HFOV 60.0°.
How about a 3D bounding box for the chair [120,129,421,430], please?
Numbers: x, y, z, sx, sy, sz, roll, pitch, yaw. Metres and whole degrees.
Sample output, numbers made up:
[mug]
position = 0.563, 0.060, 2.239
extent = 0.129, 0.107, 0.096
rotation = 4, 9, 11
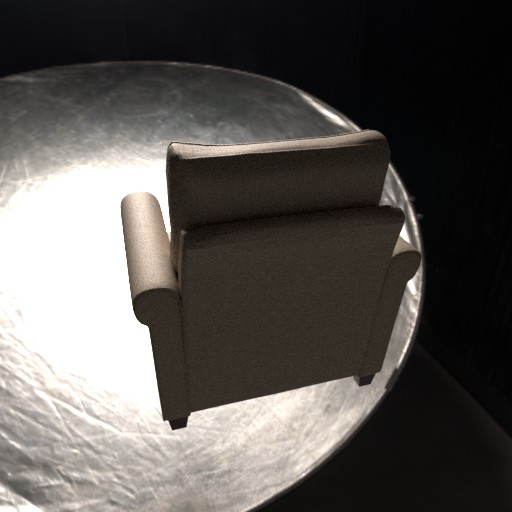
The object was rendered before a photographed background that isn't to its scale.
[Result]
[chair]
position = 0.000, 0.000, 2.268
extent = 1.275, 1.349, 1.180
rotation = -8, 28, -15
